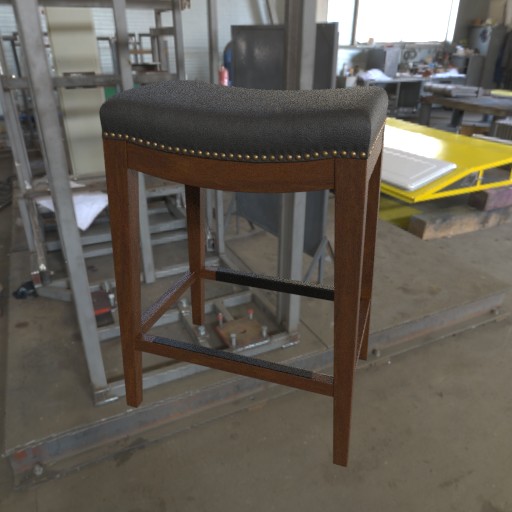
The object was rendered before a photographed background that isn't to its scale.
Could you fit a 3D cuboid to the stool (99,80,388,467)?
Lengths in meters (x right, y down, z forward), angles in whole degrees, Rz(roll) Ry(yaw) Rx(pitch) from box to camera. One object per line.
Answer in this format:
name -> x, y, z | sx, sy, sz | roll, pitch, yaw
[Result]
stool -> 0.000, 0.000, 0.923 | 0.490, 0.664, 0.353 | 9, 28, 17
